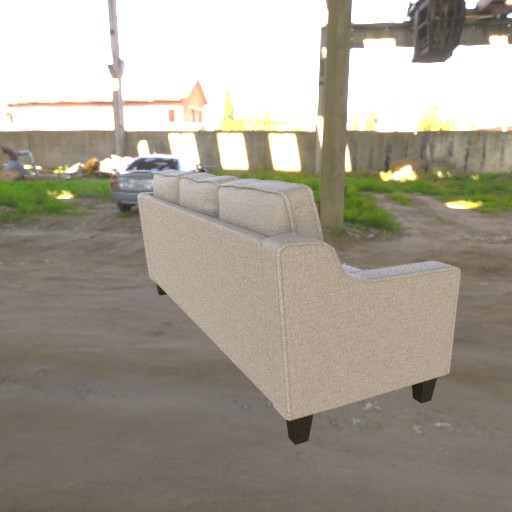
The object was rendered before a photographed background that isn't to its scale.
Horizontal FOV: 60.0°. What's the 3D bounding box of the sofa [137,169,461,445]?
[{"bbox_3d":[0.000,0.000,2.576,0.899,0.950,2.129,-6,14,-26],"label":"sofa"}]
